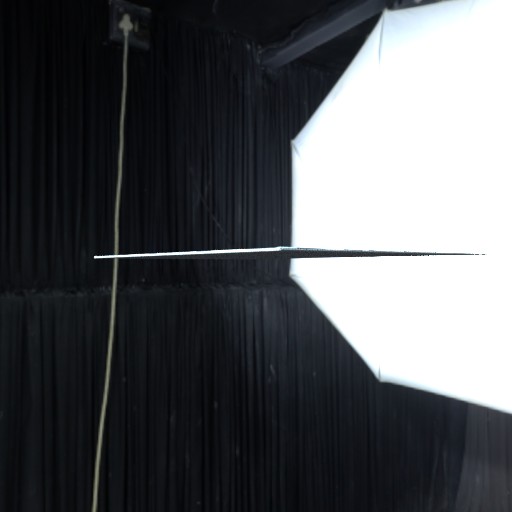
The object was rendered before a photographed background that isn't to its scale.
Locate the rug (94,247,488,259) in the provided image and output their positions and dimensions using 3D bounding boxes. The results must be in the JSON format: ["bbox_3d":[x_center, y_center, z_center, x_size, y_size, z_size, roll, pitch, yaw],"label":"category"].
[{"bbox_3d":[0.000,0.000,3.075,1.518,0.015,2.438,1,-1,-35],"label":"rug"}]
